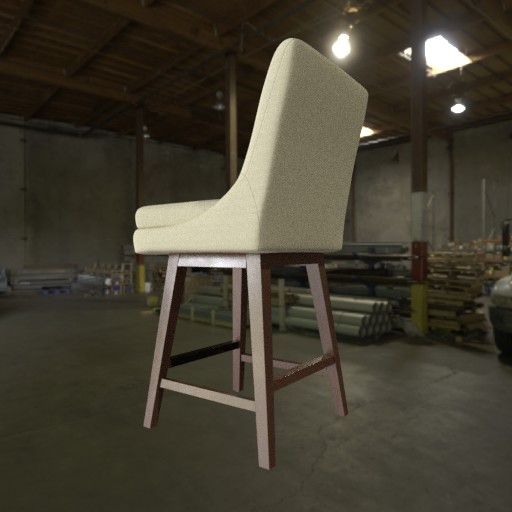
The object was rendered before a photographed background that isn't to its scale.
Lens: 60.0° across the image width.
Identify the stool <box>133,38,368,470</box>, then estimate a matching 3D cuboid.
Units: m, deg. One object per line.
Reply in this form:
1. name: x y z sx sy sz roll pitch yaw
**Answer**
1. stool: 0.000 0.000 1.311 0.559 0.991 0.483 0 1 36
